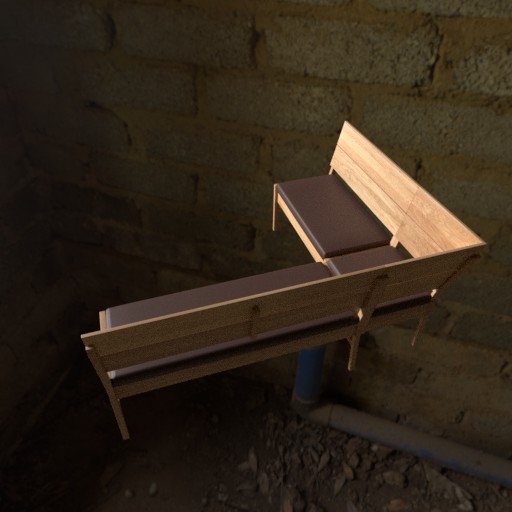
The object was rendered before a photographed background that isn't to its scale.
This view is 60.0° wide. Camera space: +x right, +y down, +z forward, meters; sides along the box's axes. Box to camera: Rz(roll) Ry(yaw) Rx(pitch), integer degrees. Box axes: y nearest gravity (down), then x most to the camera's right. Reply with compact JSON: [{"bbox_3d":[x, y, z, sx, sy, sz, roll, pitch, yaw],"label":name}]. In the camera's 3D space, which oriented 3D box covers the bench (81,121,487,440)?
[{"bbox_3d":[0.000,0.000,2.827,1.975,0.890,1.549,-13,42,-14],"label":"bench"}]
